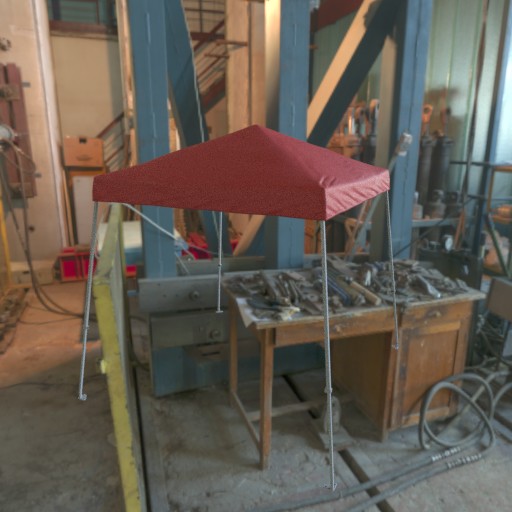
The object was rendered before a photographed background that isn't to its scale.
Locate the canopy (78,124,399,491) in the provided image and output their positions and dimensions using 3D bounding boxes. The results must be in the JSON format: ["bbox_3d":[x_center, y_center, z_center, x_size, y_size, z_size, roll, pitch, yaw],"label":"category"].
[{"bbox_3d":[0.000,0.000,6.321,3.599,3.600,3.600,7,16,26],"label":"canopy"}]
